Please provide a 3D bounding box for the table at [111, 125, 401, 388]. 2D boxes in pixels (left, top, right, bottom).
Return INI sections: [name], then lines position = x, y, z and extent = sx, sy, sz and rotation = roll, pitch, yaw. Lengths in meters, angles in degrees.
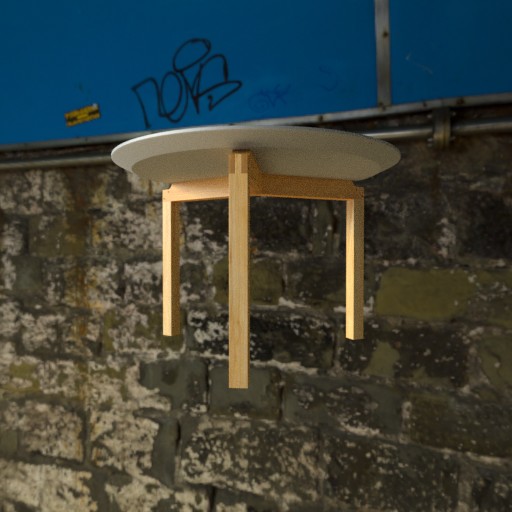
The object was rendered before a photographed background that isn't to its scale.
[table]
position = 0.000, 0.000, 0.970
extent = 0.600, 0.405, 0.600
rotation = 0, 1, 0
